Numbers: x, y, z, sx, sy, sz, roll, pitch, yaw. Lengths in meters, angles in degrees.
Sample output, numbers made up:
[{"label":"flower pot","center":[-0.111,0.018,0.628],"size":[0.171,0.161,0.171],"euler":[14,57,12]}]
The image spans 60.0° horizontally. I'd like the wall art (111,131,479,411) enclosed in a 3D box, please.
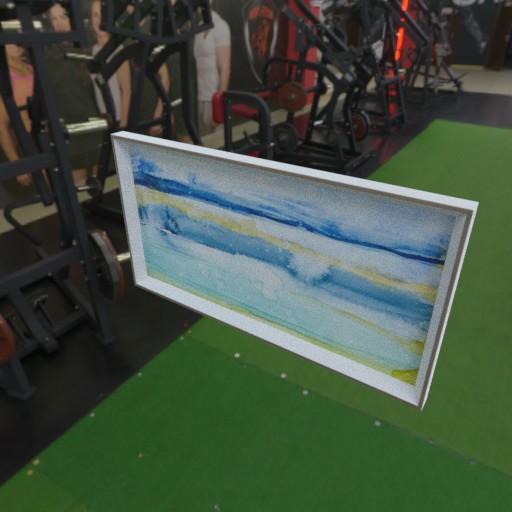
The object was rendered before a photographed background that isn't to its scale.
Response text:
[{"label":"wall art","center":[0.000,0.000,0.981],"size":[0.812,0.431,0.038],"euler":[18,34,29]}]
